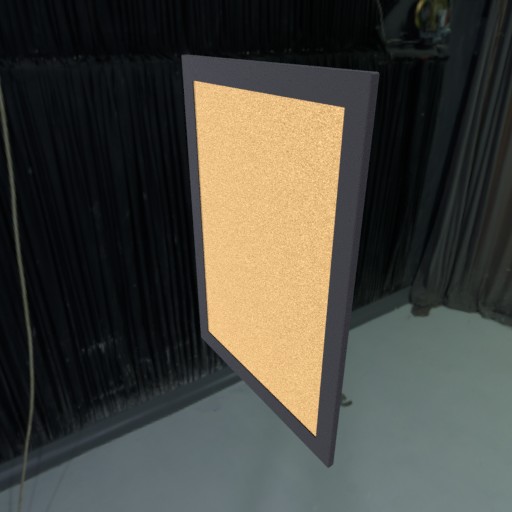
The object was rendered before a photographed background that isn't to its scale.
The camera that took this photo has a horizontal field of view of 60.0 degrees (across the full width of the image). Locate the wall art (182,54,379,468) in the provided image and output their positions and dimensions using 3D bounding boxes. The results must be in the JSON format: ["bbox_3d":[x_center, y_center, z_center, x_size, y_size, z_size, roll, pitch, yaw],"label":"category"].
[{"bbox_3d":[0.000,0.000,0.657,0.012,0.529,0.374,-18,32,-31],"label":"wall art"}]
